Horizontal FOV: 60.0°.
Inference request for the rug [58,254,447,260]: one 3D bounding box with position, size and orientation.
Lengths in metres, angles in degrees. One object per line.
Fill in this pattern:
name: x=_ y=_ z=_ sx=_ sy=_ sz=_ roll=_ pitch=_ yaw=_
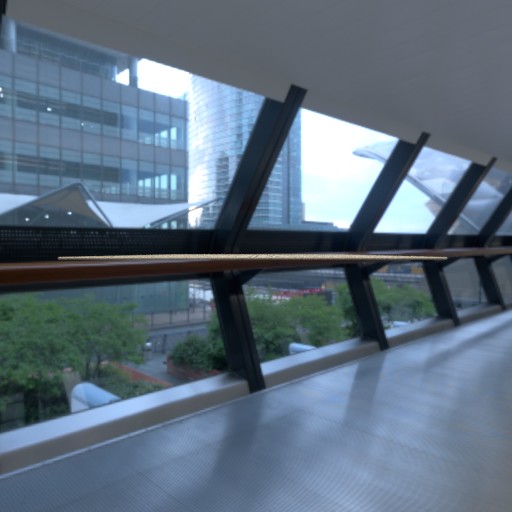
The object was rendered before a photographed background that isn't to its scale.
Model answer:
rug: x=0.000 y=0.000 z=2.298 sx=1.220 sy=0.007 sz=1.828 roll=0 pitch=0 yaw=1
